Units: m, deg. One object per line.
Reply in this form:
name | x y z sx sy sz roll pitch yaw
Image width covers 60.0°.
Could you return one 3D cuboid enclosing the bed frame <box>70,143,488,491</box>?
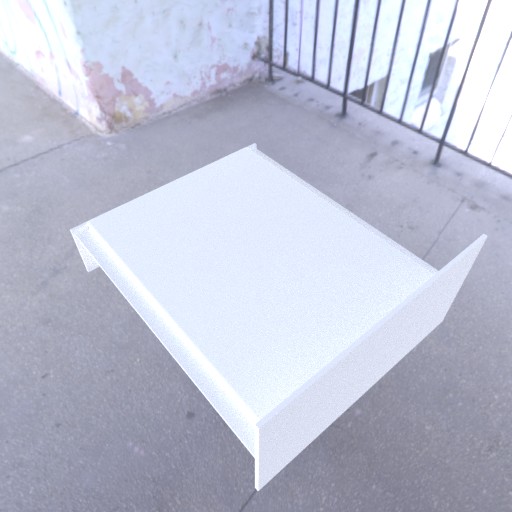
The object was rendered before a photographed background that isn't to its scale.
bed frame | 0.000 0.000 2.840 1.622 0.800 1.960 -32 54 -26
